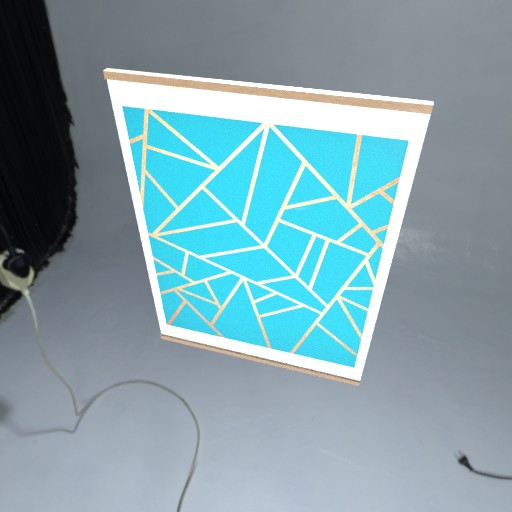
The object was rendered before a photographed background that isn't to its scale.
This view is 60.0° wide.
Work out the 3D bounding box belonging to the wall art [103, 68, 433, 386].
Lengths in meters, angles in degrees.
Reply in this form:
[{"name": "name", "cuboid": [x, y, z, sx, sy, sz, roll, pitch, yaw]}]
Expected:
[{"name": "wall art", "cuboid": [0.000, 0.000, 0.797, 0.459, 0.608, 0.012, 11, 42, 12]}]
